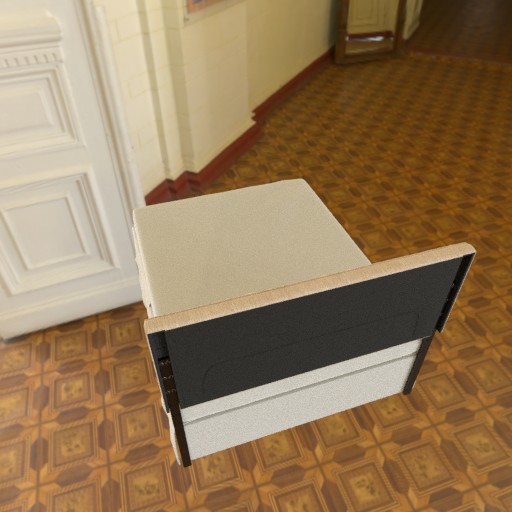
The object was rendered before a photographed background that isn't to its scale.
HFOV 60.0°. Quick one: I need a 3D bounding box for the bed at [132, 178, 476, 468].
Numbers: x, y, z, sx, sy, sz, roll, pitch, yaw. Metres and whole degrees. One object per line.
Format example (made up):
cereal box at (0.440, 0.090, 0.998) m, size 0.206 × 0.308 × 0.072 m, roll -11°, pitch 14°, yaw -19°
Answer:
bed at (0.000, 0.000, 3.053) m, size 1.643 × 1.270 × 1.978 m, roll -12°, pitch 43°, yaw -14°
